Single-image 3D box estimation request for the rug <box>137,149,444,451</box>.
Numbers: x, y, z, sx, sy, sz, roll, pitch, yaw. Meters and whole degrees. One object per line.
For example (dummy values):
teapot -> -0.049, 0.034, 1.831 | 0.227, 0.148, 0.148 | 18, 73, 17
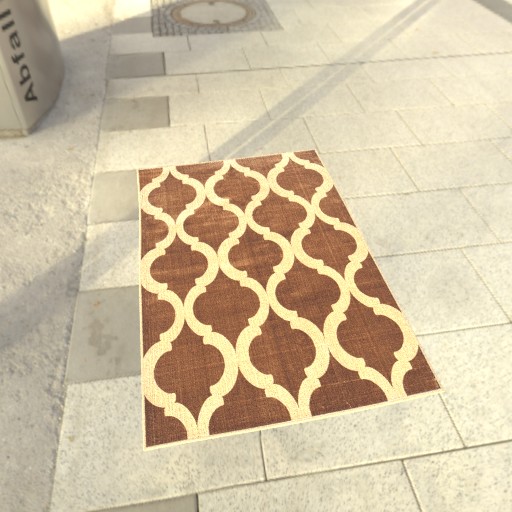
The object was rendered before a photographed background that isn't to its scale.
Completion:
rug -> 0.000, 0.000, 2.934 | 1.526, 0.014, 2.290 | -8, 47, -8
